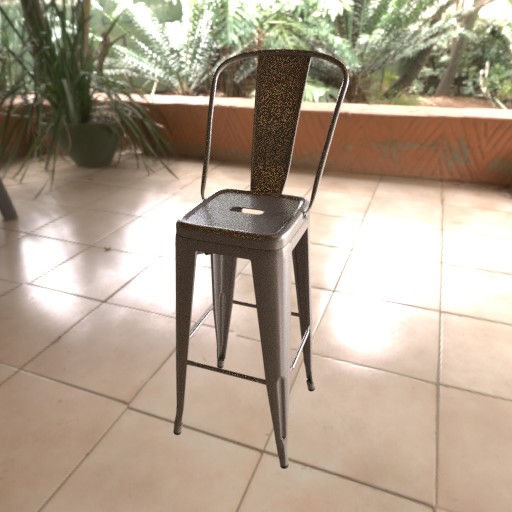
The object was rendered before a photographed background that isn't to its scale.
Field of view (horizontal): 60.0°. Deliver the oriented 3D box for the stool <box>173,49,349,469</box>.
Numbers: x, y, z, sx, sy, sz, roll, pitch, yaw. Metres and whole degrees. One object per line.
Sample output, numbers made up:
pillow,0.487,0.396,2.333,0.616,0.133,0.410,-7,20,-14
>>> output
stool,0.000,0.000,1.315,0.399,1.096,0.513,9,29,18
